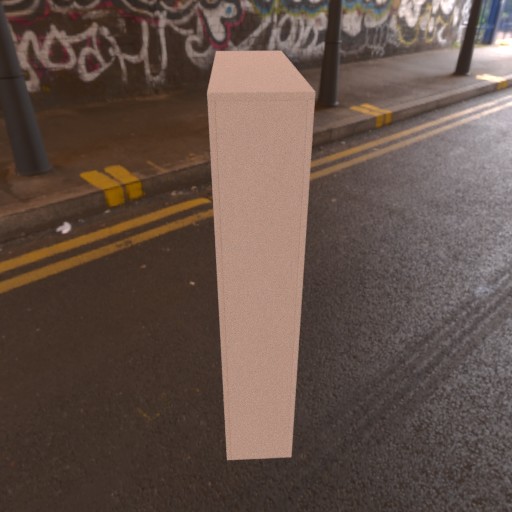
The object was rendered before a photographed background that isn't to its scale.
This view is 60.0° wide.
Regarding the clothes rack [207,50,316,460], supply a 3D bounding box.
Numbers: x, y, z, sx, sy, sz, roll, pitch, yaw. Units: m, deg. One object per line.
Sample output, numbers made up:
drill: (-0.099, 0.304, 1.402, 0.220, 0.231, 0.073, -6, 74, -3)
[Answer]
clothes rack: (0.000, 0.000, 1.612, 0.250, 1.280, 0.750, -2, 31, -3)
